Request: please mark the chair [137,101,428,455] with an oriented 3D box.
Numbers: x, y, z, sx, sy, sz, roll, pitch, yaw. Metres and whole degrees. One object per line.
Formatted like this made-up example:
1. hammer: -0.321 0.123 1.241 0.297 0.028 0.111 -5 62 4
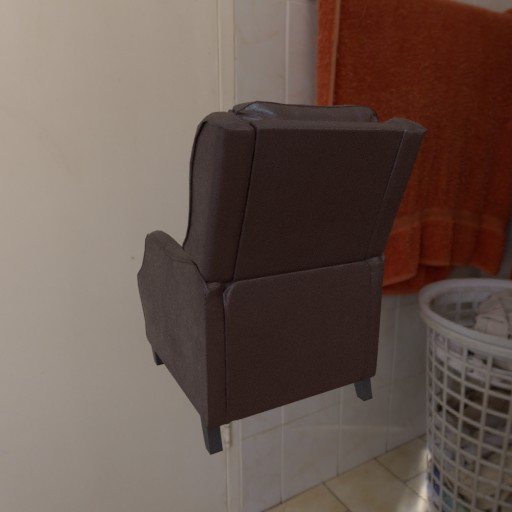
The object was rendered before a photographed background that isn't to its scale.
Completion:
1. chair: 0.000 0.000 1.790 0.770 1.132 0.982 -8 16 -27
